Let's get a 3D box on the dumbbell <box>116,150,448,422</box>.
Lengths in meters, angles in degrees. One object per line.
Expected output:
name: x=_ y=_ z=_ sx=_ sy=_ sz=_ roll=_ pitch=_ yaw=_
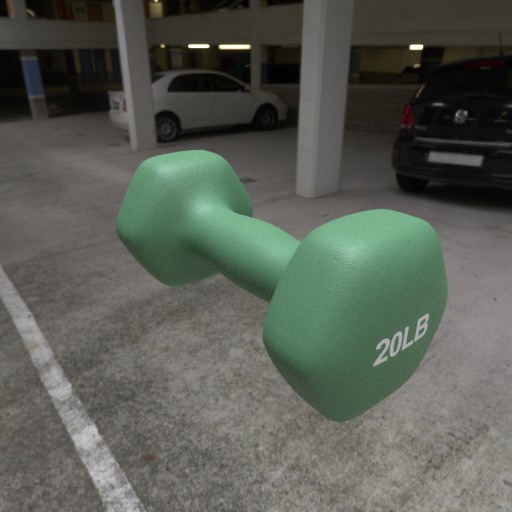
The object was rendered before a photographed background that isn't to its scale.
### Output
dumbbell: x=0.000 y=0.000 z=0.324 sx=0.126 sy=0.114 sz=0.257 roll=-18 pitch=31 yaw=-33
